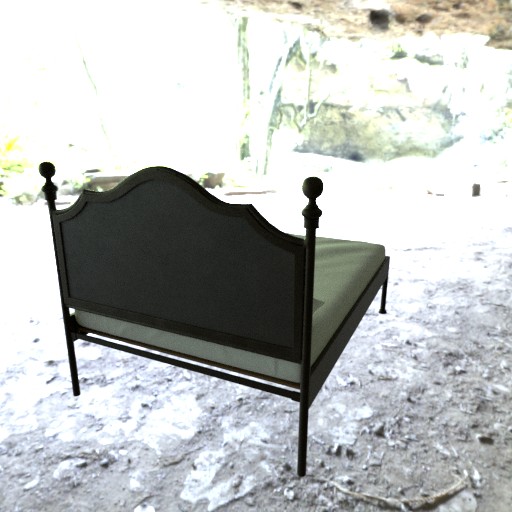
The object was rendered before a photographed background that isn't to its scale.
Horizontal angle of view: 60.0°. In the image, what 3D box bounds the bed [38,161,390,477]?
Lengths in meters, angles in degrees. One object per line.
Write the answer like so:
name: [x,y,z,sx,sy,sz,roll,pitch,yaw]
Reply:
bed: [0.000,0.000,3.264,1.642,1.499,2.224,8,19,25]
